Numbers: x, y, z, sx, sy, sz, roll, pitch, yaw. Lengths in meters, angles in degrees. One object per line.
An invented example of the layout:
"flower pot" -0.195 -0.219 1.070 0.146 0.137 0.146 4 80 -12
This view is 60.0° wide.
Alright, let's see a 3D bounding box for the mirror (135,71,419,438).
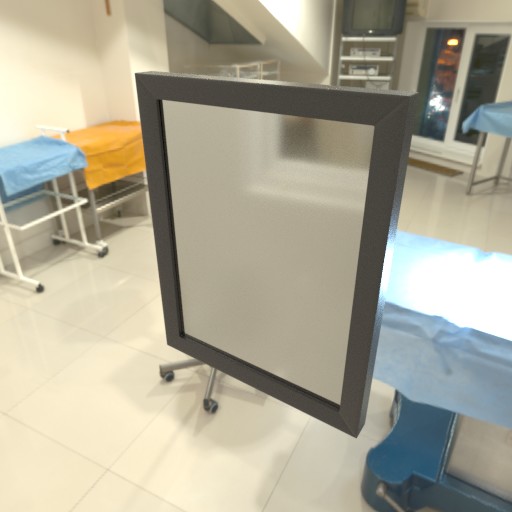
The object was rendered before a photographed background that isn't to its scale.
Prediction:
"mirror" 0.000 0.000 0.687 0.405 0.508 0.041 18 33 30
